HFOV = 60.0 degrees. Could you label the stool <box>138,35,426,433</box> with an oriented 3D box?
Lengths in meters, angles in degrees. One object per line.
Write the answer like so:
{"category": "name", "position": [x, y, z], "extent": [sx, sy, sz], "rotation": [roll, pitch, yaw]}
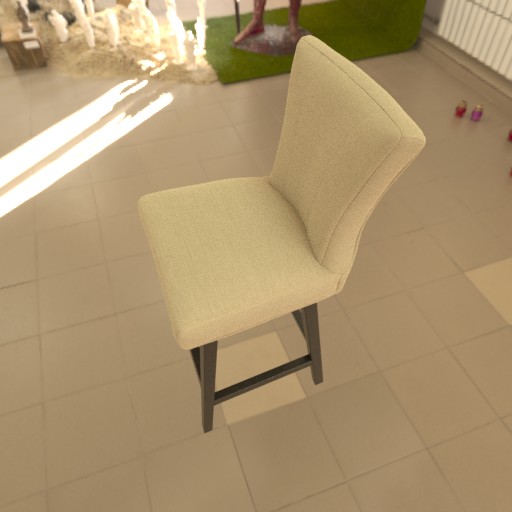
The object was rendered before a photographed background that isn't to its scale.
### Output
{"category": "stool", "position": [0.000, 0.000, 1.287], "extent": [0.574, 1.000, 0.514], "rotation": [-15, 50, -14]}
